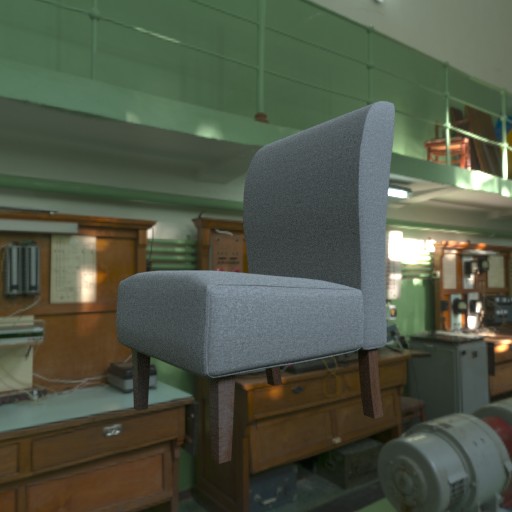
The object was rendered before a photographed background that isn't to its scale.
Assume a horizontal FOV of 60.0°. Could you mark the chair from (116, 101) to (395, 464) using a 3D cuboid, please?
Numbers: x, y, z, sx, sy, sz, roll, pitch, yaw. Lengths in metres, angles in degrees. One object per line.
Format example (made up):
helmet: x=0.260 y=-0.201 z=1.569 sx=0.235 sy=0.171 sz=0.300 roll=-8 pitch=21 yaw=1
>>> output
chair: x=0.000 y=0.000 z=1.156 sx=0.592 sy=0.804 sz=0.513 roll=2 pitch=-3 yaw=-37
